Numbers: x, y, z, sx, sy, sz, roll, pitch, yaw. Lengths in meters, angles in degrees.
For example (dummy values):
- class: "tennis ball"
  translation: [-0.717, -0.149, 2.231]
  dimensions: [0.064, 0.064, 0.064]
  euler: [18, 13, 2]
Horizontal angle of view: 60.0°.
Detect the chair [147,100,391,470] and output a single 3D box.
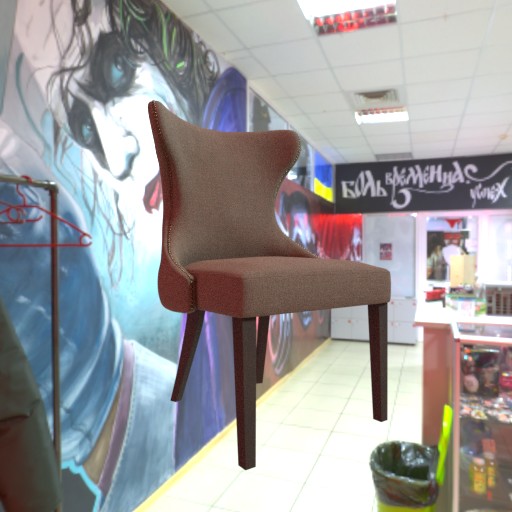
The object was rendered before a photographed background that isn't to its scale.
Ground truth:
- class: "chair"
  translation: [0.000, 0.000, 1.399]
  dimensions: [0.628, 0.967, 0.635]
  euler: [0, 1, -36]
